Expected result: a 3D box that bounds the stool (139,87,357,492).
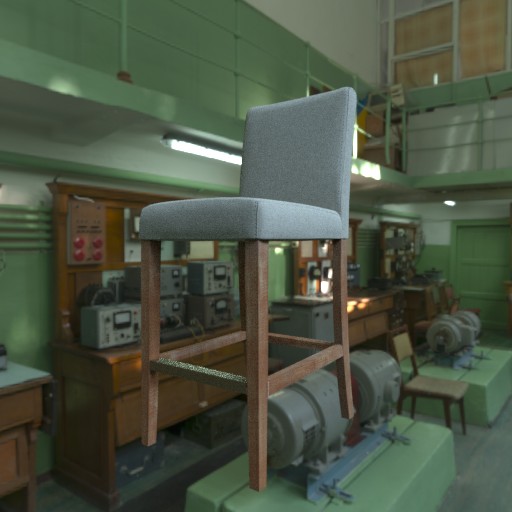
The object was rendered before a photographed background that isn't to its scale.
[{"bbox_3d":[0.000,0.000,1.366,0.439,1.088,0.570,1,2,36],"label":"stool"}]
